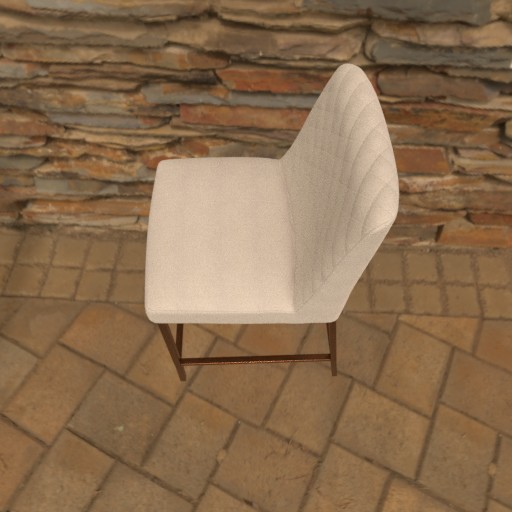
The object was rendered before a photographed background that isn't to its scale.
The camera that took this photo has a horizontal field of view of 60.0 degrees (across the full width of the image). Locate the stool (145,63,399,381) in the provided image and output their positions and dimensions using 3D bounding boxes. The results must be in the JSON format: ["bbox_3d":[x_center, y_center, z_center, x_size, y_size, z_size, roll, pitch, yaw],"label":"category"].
[{"bbox_3d":[0.000,0.000,1.305,0.576,0.973,0.507,-2,59,-1],"label":"stool"}]
